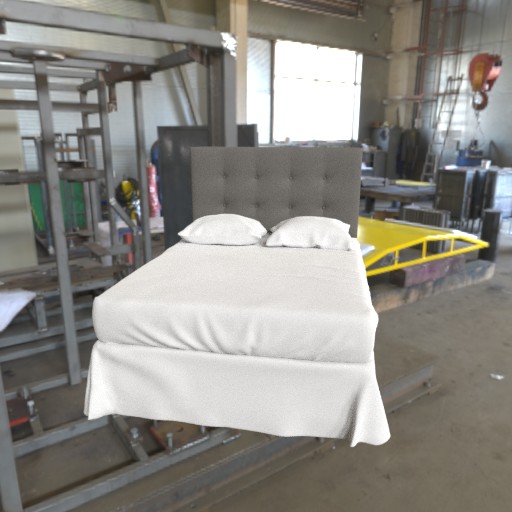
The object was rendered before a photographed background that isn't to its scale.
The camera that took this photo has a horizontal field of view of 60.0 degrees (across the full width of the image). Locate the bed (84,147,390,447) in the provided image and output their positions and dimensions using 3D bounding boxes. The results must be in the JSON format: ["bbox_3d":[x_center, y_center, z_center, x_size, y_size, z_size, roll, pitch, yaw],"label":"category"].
[{"bbox_3d":[0.000,0.000,3.403,1.936,1.577,2.222,3,15,9],"label":"bed"}]
